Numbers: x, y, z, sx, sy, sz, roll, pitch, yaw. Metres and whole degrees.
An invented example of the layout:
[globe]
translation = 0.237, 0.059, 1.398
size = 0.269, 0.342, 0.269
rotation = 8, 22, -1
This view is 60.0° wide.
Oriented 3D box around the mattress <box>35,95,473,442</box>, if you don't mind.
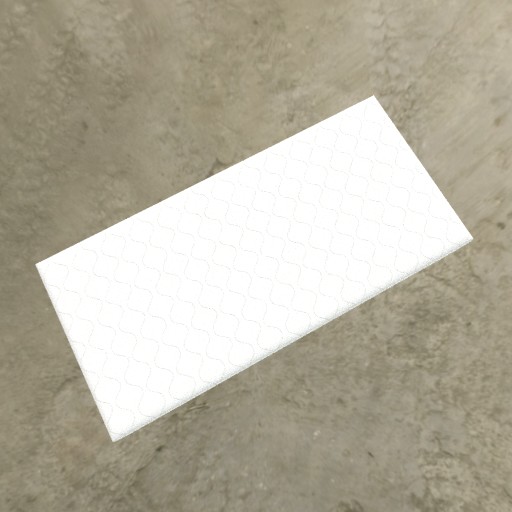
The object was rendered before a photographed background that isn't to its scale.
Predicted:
[mattress]
translation = 0.000, 0.000, 2.191
size = 1.900, 0.200, 0.900
rotation = -28, 77, -7
